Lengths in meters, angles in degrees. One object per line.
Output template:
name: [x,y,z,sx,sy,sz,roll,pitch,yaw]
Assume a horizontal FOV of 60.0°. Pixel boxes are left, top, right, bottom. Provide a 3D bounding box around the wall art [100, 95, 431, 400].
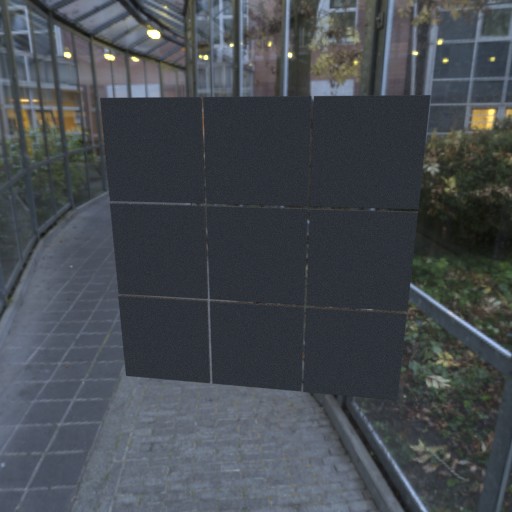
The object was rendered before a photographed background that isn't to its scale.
wall art: [0.000,0.000,1.794,1.216,1.216,0.013,3,17,8]
